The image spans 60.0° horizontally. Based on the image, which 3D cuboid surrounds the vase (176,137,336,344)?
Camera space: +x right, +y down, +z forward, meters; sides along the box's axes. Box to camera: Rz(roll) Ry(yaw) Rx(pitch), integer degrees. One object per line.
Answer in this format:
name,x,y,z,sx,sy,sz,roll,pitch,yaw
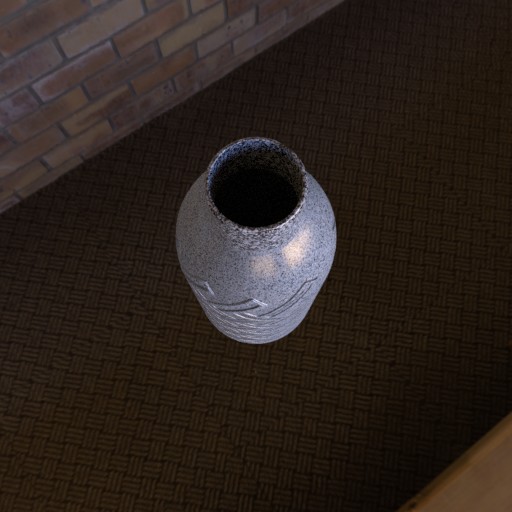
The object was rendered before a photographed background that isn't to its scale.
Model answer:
vase,0.000,0.000,0.353,0.122,0.282,0.122,0,75,0
